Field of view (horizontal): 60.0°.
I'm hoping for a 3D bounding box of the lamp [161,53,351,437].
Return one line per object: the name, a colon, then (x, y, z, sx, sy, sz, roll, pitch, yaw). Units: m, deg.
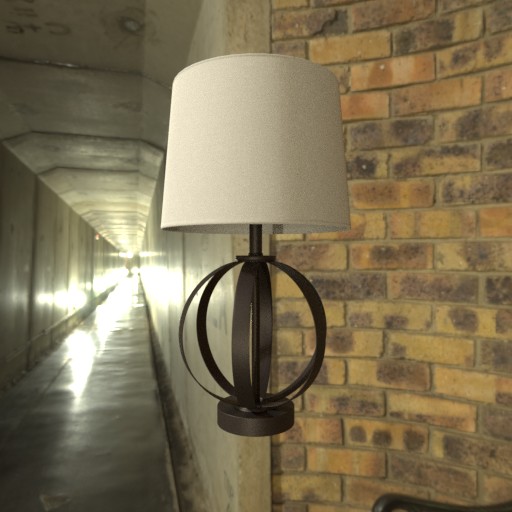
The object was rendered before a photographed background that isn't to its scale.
lamp: (0.000, 0.000, 0.683, 0.286, 0.510, 0.286, 0, 0, 0)
